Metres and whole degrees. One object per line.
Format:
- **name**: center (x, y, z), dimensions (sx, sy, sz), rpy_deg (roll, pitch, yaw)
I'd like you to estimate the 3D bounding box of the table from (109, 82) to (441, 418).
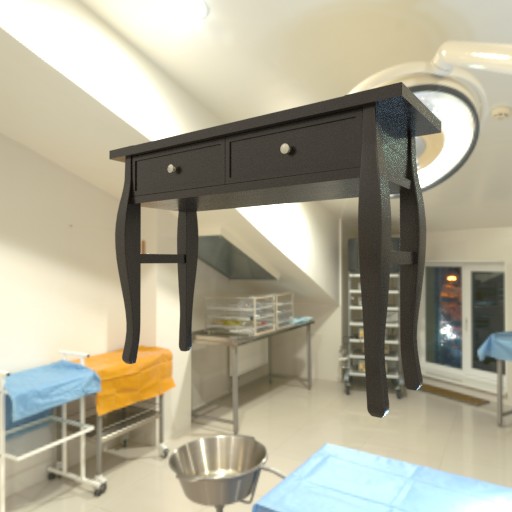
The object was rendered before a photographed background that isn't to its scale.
- **table**: center (0.000, 0.000, 1.441), dimensions (1.062, 0.768, 0.373), rpy_deg (0, -1, 36)
